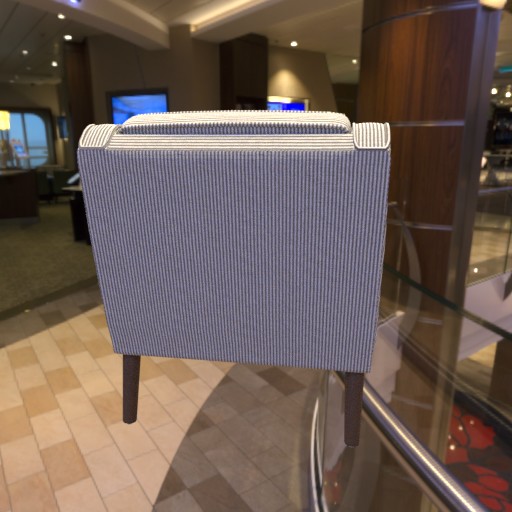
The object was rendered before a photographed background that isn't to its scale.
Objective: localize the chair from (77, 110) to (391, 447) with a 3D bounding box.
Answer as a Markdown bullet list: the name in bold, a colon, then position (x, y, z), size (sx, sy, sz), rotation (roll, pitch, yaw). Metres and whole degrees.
- **chair**: position (0.000, 0.000, 1.316), size (0.663, 0.792, 0.743), rotation (2, 15, 9)
